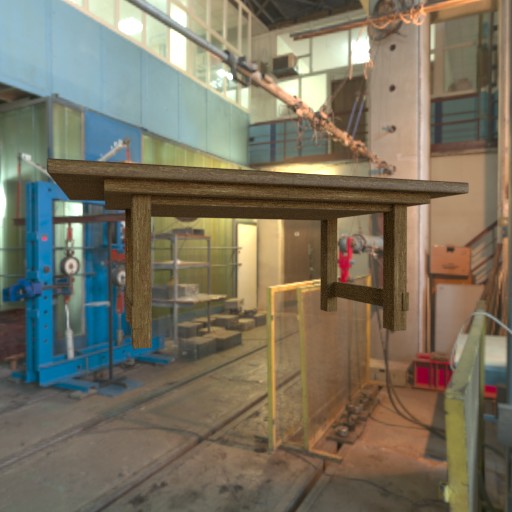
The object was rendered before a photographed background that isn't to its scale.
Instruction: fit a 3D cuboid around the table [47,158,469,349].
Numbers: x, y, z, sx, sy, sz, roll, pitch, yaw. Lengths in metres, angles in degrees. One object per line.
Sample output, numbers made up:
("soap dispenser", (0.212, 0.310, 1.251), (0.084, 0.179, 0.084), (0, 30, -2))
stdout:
("table", (0.000, 0.000, 2.450), (1.982, 0.762, 1.000), (0, 1, -18))
